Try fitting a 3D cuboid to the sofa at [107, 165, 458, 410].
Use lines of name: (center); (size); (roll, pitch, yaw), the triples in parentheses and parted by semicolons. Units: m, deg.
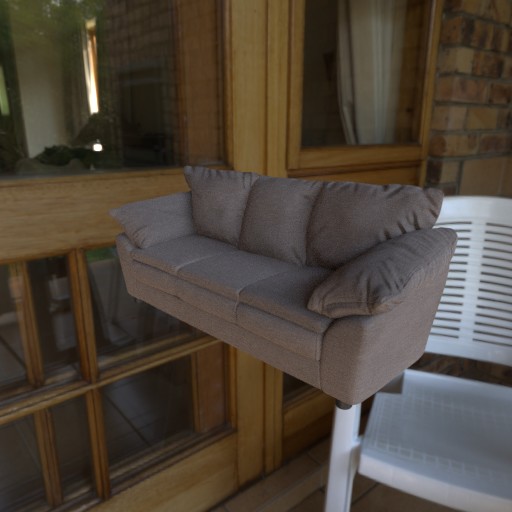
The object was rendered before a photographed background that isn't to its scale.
sofa: (0.000, 0.000, 2.926); (0.927, 1.043, 2.390); (-16, 23, -43)
